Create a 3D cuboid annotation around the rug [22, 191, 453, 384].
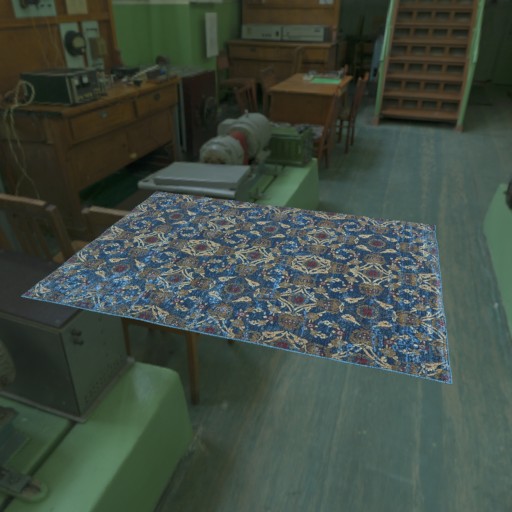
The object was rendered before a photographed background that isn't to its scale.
[{"bbox_3d":[0.000,0.000,4.162,3.291,0.013,2.337,9,32,14],"label":"rug"}]
